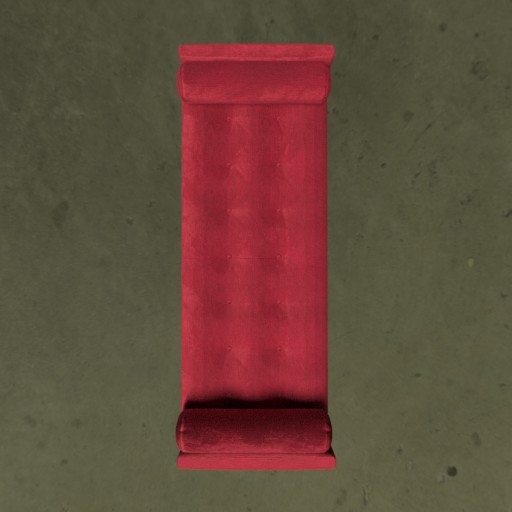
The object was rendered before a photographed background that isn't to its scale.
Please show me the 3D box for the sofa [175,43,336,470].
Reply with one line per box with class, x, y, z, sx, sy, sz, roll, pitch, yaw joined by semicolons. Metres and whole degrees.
sofa;0.000;0.000;2.455;0.796;0.705;2.102;0;89;0
